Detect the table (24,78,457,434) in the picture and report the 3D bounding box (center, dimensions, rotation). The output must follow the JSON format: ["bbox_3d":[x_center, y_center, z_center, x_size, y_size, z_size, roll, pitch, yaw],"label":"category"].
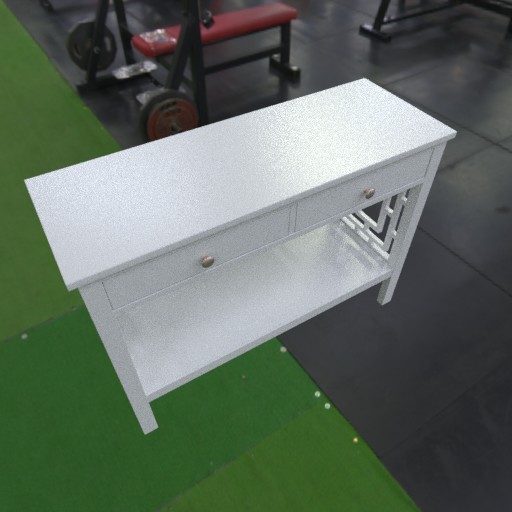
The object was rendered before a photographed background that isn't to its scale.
[{"bbox_3d":[0.000,0.000,1.414,1.068,0.753,0.397,-24,51,-21],"label":"table"}]
